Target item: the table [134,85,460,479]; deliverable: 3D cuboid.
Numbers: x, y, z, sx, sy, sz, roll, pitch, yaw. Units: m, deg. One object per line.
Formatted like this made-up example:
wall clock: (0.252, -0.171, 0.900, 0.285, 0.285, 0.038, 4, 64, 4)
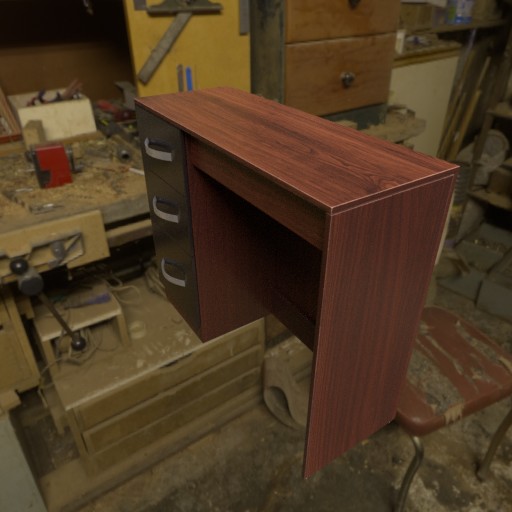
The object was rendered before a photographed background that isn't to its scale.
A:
table: (0.000, 0.000, 1.348, 0.380, 0.790, 0.930, -19, 37, -28)
